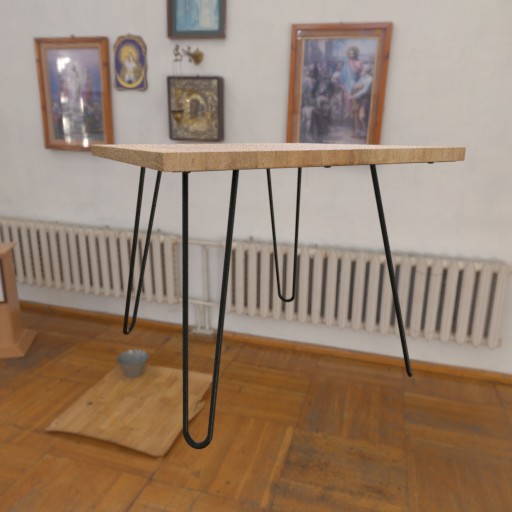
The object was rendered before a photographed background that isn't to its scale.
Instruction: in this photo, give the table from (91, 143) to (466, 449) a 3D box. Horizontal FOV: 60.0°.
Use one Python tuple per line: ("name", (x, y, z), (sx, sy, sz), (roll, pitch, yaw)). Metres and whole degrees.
("table", (0.000, 0.000, 1.036), (0.599, 0.500, 0.599), (-8, 17, -27))
